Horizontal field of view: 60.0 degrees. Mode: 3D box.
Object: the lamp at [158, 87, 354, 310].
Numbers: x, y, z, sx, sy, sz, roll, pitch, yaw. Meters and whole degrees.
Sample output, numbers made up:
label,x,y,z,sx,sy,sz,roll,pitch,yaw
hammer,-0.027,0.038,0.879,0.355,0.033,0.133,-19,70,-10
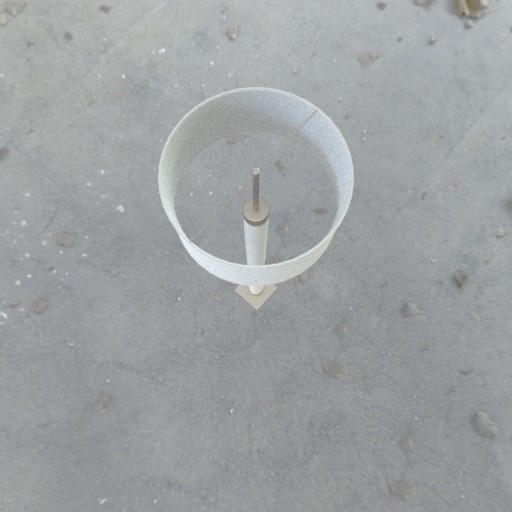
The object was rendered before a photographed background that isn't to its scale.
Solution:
label,x,y,z,sx,sy,sz,roll,pitch,yaw
lamp,0.000,0.000,1.652,0.420,1.475,0.420,41,79,9
